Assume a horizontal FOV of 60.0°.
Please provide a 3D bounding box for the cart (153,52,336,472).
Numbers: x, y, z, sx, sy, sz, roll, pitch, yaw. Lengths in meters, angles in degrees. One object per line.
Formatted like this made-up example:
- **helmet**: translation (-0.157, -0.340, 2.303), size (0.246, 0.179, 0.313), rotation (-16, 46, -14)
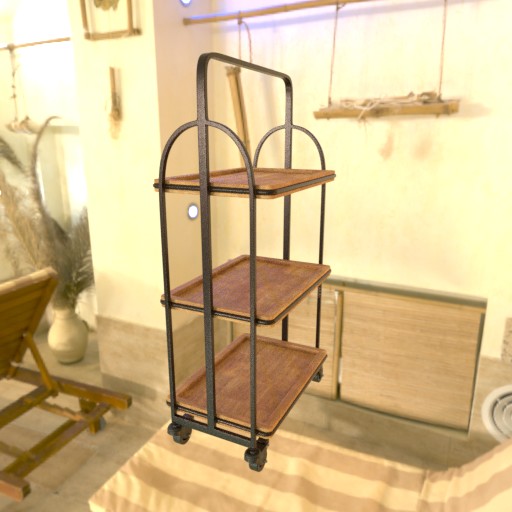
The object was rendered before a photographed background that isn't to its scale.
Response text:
- **cart**: translation (0.000, 0.000, 1.255), size (0.327, 1.001, 0.553), rotation (7, 17, 25)
